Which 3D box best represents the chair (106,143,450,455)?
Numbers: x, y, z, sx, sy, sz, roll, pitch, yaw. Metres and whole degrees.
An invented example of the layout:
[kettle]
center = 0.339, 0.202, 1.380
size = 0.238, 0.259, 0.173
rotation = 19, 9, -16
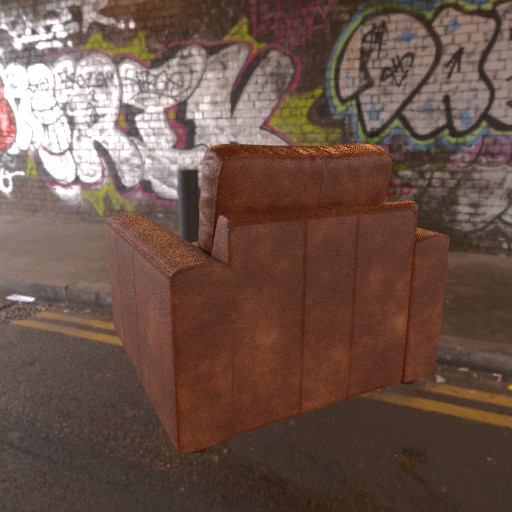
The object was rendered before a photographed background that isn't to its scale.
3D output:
[chair]
center = 0.000, 0.000, 1.774
size = 1.005, 0.873, 1.016
rotation = -7, 16, -26
